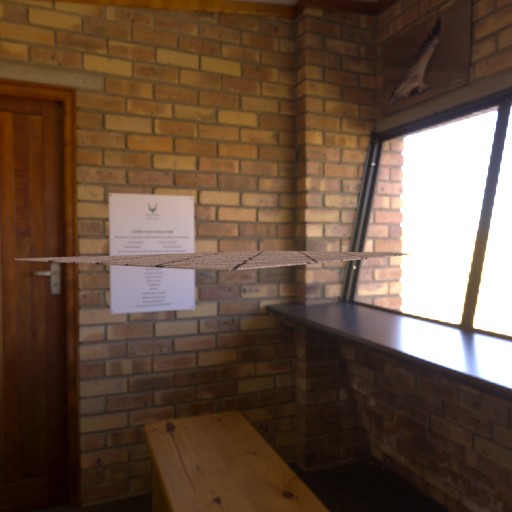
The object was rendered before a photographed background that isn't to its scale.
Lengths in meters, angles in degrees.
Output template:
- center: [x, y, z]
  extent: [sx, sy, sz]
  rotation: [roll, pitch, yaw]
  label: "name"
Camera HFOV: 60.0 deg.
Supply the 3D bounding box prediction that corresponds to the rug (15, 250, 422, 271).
- center: [0.000, 0.000, 3.006]
  extent: [1.526, 0.008, 2.465]
  rotation: [1, 2, 36]
  label: "rug"
